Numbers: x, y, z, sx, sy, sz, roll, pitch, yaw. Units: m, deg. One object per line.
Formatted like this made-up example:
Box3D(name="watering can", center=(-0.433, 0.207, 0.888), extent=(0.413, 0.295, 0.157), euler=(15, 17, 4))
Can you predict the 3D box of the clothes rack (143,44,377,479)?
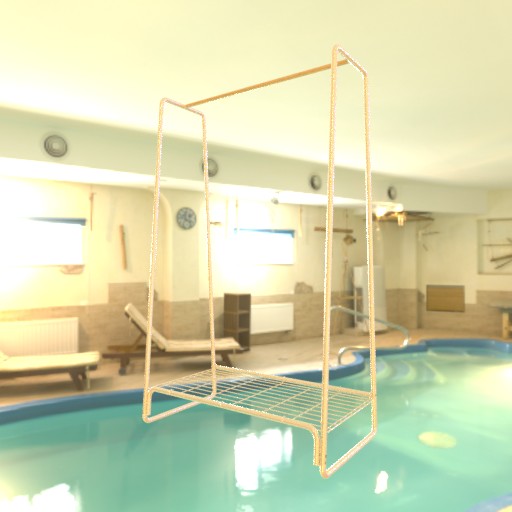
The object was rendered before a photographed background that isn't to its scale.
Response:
Box3D(name="clothes rack", center=(0.000, 0.000, 1.922), extent=(0.900, 1.500, 0.495), euler=(0, -1, 35))
